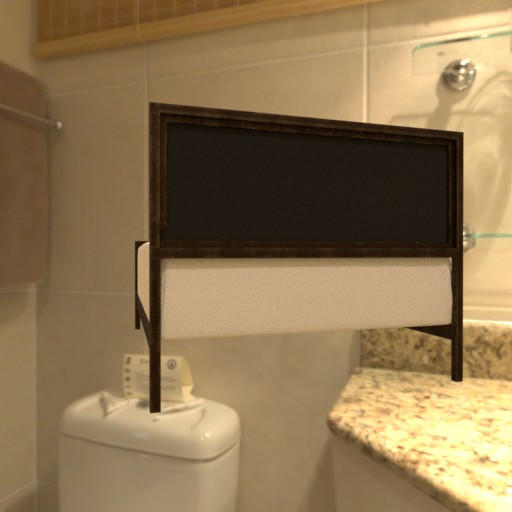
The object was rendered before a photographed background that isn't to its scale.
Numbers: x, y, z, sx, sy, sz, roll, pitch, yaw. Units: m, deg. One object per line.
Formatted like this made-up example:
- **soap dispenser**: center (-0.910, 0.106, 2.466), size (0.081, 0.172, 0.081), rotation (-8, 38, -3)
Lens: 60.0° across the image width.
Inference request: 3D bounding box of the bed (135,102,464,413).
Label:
- **bed**: center (0.000, 0.000, 3.160), size (1.607, 1.313, 2.221), rotation (0, 0, -17)
